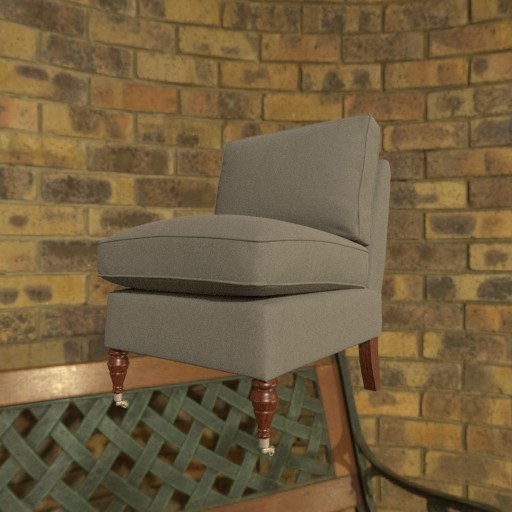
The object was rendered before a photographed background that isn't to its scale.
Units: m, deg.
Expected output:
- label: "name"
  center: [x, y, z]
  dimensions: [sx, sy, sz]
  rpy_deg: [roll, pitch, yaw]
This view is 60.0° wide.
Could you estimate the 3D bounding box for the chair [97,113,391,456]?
- label: "chair"
  center: [0.000, 0.000, 1.631]
  dimensions: [0.724, 1.045, 0.924]
  rpy_deg: [0, 0, 36]
